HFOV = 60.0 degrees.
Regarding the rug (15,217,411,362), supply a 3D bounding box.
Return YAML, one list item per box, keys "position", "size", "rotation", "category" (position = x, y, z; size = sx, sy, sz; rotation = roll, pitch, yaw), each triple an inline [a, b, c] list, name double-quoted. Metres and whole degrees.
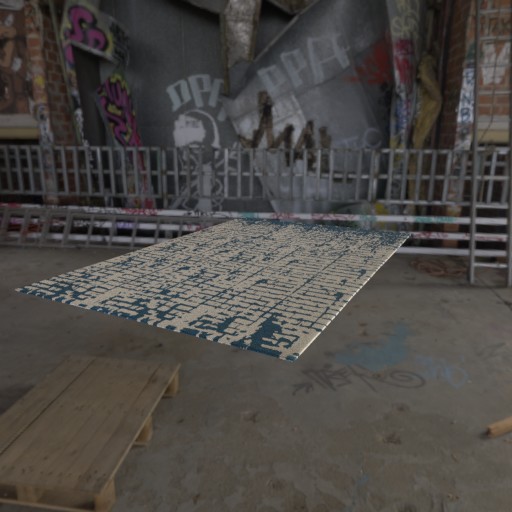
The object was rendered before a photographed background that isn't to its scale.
- position: [0.000, 0.000, 2.275]
  size: [1.220, 0.007, 1.828]
  rotation: [8, 17, 27]
  category: "rug"
